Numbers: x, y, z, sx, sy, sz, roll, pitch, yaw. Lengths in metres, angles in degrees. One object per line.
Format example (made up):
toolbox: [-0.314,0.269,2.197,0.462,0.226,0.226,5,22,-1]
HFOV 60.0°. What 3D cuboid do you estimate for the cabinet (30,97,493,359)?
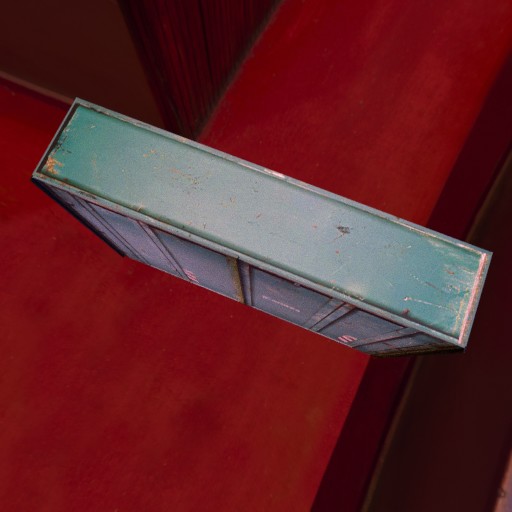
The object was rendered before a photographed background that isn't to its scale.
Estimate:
cabinet: [0.000,0.000,3.951,3.001,2.160,0.680,21,77,5]
